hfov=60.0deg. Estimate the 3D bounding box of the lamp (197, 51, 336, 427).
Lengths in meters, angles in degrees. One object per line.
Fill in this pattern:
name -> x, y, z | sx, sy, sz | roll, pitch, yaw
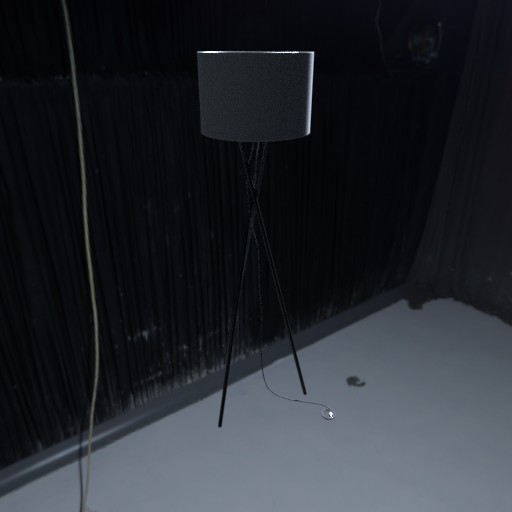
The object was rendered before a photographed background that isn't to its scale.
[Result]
lamp -> 0.000, 0.000, 1.943 | 0.522, 1.624, 0.667 | -17, 30, -31
